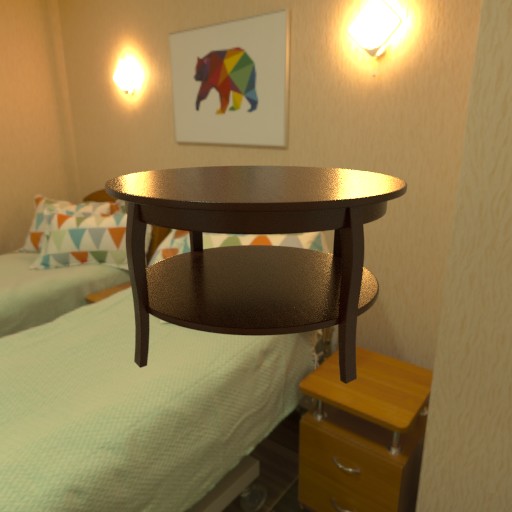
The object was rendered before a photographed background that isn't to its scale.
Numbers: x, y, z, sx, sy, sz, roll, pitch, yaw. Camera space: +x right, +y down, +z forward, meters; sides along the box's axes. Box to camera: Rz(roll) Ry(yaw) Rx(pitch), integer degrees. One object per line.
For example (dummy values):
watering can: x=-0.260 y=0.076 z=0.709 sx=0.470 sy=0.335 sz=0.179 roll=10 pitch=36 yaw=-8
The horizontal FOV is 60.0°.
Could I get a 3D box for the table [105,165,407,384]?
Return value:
table: x=0.000 y=0.000 z=1.476 sx=0.911 sy=0.512 sz=0.911 roll=0 pitch=17 yaw=0
